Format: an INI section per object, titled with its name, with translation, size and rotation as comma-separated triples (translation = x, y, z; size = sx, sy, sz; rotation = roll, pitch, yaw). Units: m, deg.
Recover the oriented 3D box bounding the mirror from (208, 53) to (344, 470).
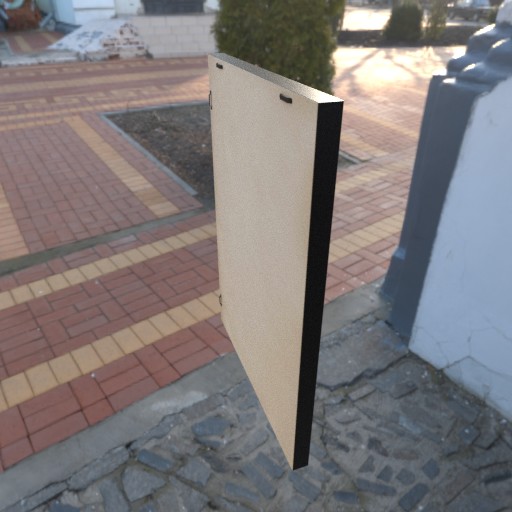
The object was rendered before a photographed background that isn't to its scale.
[mirror]
translation = 0.000, 0.000, 0.912
size = 0.040, 0.710, 0.507
rotation = -11, 33, -17
